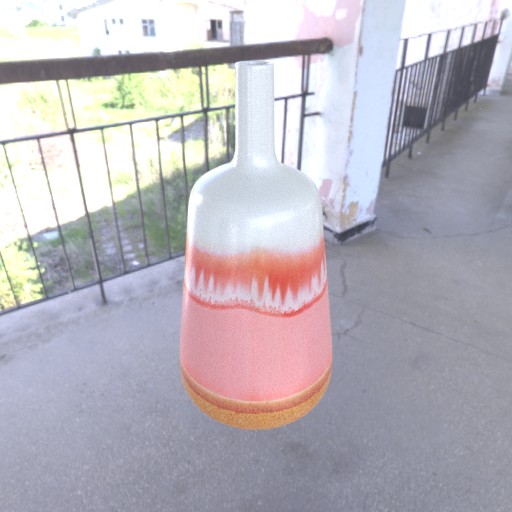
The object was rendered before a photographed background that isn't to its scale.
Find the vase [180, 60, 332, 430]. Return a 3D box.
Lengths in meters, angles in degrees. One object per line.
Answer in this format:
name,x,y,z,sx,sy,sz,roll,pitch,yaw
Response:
vase,0.000,0.000,0.369,0.144,0.296,0.144,0,30,0
